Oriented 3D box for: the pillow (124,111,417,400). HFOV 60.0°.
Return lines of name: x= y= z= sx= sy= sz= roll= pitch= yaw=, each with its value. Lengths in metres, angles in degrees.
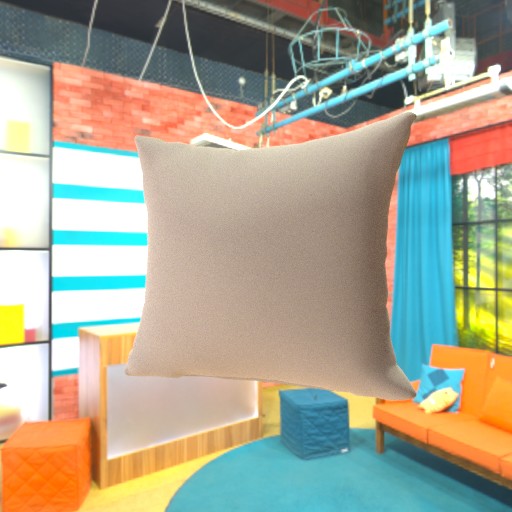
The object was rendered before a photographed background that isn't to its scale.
pillow: x=0.000 y=0.000 z=0.818 sx=0.560 sy=0.487 sz=0.229 roll=0 pitch=-1 yaw=17
